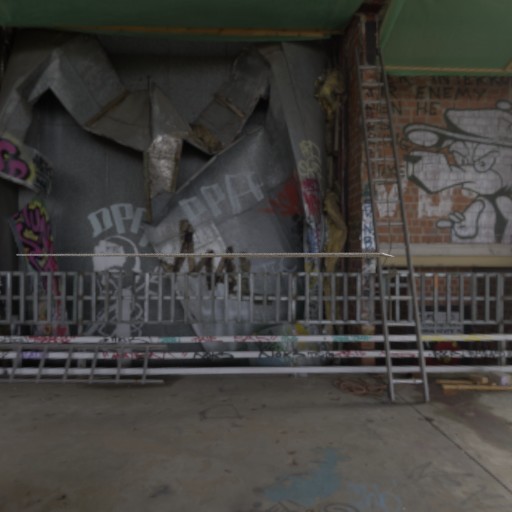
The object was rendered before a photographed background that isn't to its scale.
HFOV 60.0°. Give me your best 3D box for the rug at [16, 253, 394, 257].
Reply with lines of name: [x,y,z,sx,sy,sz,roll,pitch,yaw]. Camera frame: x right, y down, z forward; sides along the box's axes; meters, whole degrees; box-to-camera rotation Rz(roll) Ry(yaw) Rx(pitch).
rug: [0.000,0.000,4.003,2.330,0.010,3.061,0,0,18]
